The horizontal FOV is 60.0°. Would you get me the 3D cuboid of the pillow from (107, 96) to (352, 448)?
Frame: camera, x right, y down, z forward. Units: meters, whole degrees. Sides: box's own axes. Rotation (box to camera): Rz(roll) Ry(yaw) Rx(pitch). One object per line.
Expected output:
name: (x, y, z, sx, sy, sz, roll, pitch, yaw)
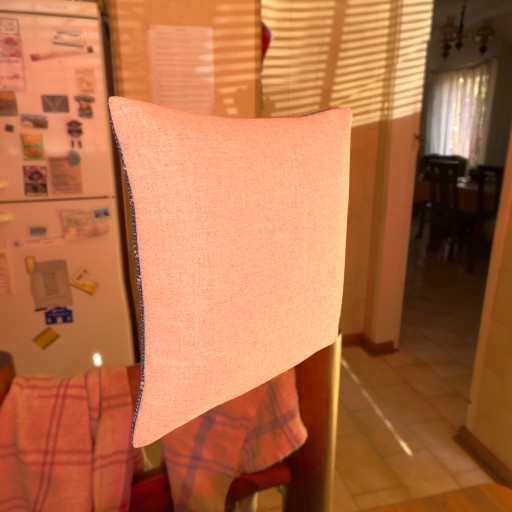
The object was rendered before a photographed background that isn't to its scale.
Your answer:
pillow: (0.000, 0.000, 0.653, 0.435, 0.428, 0.148, -15, 22, -42)
